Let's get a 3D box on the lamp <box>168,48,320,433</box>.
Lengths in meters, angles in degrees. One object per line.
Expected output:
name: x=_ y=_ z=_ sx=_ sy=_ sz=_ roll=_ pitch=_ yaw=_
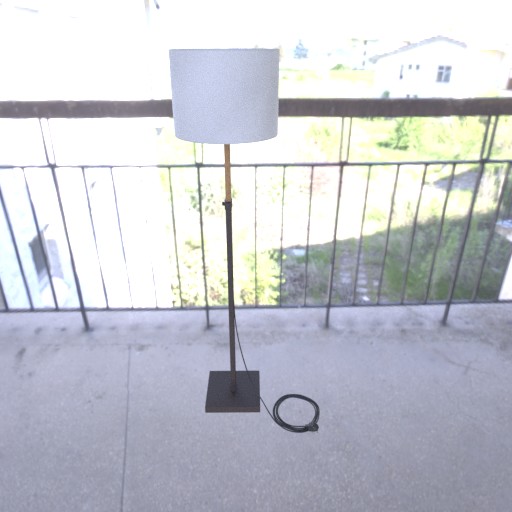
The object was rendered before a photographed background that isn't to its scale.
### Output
lamp: x=0.000 y=0.000 z=1.949 sx=0.639 sy=1.650 sz=0.474 roll=0 pitch=25 yaw=0
